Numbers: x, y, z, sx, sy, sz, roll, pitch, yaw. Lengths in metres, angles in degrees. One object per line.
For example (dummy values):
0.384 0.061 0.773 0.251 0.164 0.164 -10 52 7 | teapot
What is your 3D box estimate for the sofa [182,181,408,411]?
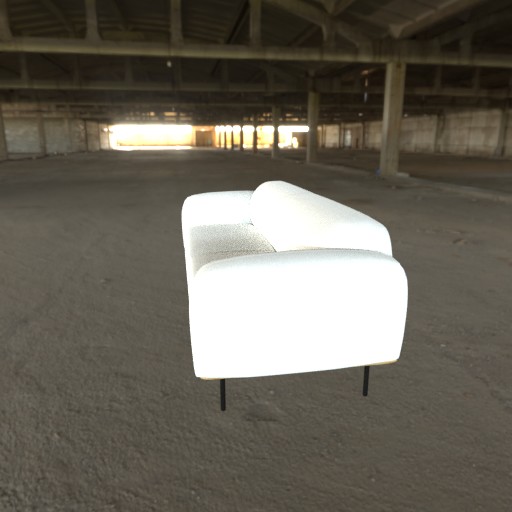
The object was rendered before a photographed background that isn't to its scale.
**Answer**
0.000 0.000 2.735 0.870 0.780 2.280 -3 15 -10 | sofa
